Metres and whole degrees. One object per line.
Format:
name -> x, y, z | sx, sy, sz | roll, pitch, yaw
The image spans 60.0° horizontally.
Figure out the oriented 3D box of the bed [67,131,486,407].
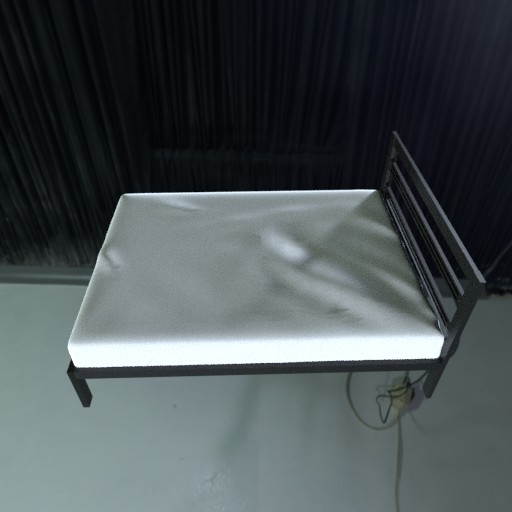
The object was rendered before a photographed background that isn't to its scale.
bed -> 0.000, 0.000, 2.868 | 2.062, 0.967, 1.524 | -1, 41, -1
